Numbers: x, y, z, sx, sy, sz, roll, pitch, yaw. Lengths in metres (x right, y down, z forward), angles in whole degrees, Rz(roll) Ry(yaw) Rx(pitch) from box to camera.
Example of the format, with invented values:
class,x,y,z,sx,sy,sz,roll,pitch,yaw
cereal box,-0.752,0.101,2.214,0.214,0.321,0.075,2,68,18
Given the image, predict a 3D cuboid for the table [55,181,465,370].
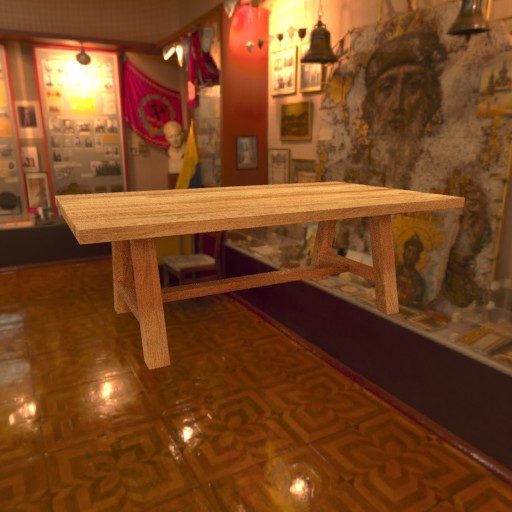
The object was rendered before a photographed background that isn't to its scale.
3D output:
class,x,y,z,sx,sy,sz,roll,pitch,yaw
table,0.000,0.000,1.702,1.320,0.455,0.760,-7,16,-27
